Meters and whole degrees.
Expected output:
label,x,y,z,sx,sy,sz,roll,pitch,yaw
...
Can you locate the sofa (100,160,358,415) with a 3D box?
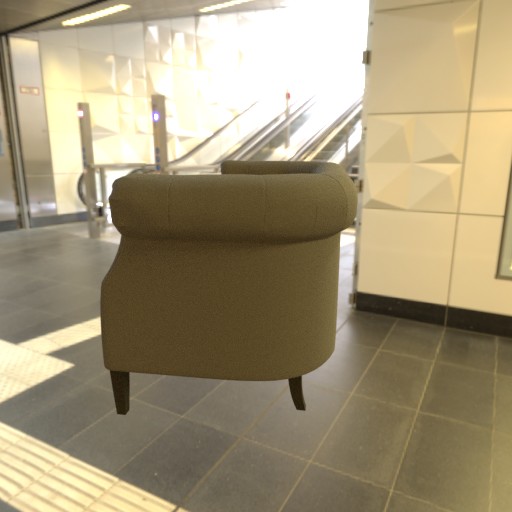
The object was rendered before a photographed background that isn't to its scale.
label,x,y,z,sx,sy,sz,roll,pitch,yaw
sofa,0.000,0.000,2.040,0.835,0.827,1.558,2,14,9
